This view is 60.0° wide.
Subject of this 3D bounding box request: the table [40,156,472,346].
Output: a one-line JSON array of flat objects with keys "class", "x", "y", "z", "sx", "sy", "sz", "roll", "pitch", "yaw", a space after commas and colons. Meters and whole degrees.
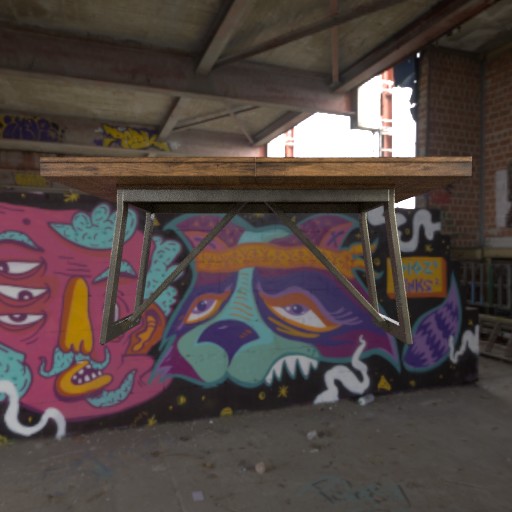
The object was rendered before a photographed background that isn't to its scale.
[{"class": "table", "x": 0.000, "y": 0.000, "z": 2.153, "sx": 1.641, "sy": 0.757, "sz": 0.931, "roll": 0, "pitch": 0, "yaw": 0}]
